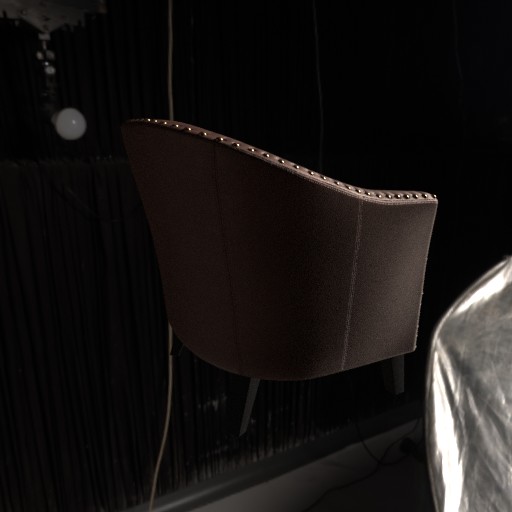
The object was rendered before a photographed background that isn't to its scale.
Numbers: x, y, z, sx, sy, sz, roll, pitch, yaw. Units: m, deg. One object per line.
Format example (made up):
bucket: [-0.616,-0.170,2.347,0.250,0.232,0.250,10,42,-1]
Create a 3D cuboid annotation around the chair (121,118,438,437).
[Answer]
chair: [0.000,0.000,1.408,0.748,0.823,0.794,-8,18,-27]
